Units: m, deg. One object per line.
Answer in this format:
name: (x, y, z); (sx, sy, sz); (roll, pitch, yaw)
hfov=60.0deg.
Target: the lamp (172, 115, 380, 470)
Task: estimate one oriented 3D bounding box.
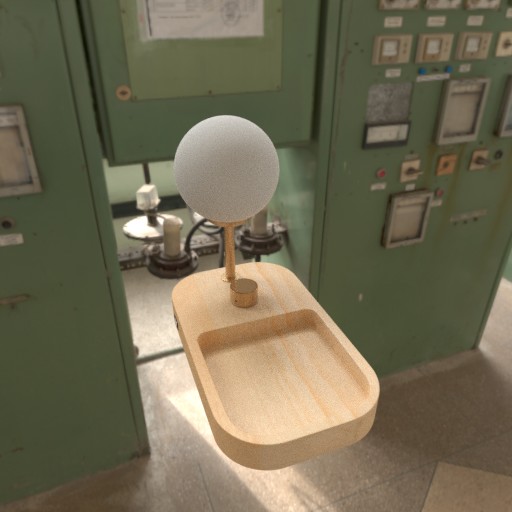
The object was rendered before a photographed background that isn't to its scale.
lamp: (0.000, 0.000, 0.481); (0.173, 0.253, 0.331); (-11, 32, -18)
